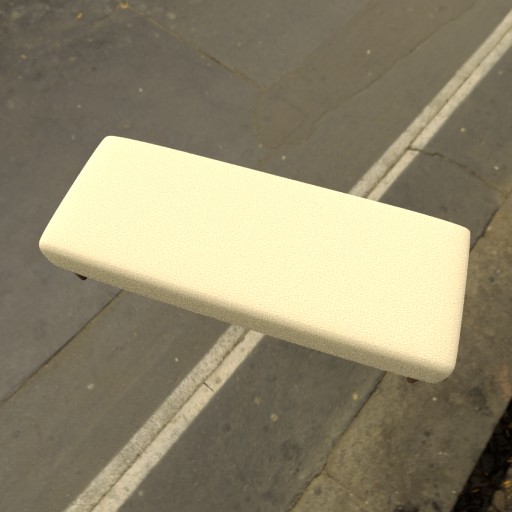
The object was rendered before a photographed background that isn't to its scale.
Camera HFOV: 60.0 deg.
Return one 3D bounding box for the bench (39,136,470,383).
[{"bbox_3d":[0.000,0.000,1.884,1.609,0.393,0.646,16,63,8],"label":"bench"}]
